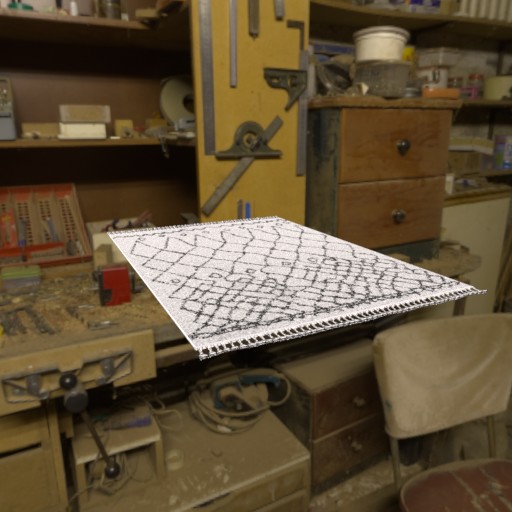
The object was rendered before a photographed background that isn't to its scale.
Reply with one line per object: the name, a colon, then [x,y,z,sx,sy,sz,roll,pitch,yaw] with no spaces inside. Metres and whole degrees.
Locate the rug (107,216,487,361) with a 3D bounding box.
rug: [0.000,0.000,3.009,1.613,0.017,2.312,-8,18,-25]
